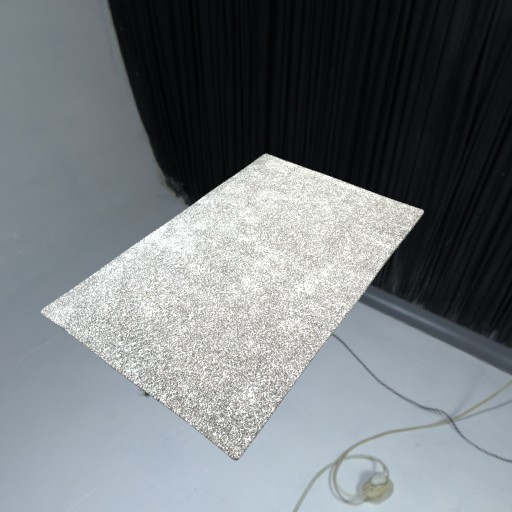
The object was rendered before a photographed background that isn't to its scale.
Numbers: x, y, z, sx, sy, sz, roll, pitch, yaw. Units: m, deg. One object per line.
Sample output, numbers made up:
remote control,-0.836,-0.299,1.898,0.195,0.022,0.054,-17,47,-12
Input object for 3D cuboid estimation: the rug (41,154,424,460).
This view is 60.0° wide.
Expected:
rug,0.000,0.000,3.038,1.502,0.025,2.350,26,48,26
